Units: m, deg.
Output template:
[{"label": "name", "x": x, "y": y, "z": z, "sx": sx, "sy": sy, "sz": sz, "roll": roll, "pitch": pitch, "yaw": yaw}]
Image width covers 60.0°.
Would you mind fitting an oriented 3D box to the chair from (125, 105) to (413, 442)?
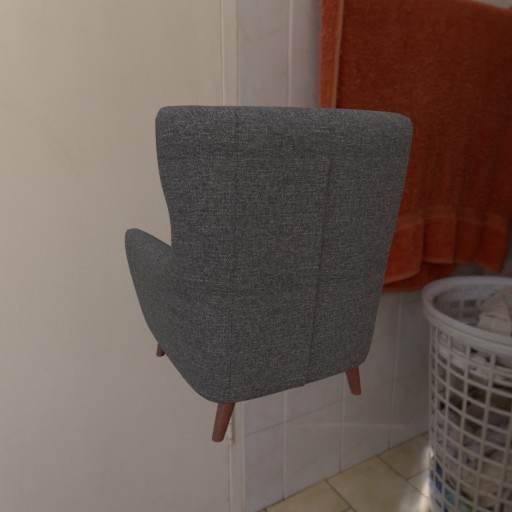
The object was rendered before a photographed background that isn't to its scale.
[{"label": "chair", "x": 0.000, "y": 0.000, "z": 1.738, "sx": 0.878, "sy": 1.063, "sz": 0.904, "roll": -8, "pitch": 17, "yaw": -27}]
